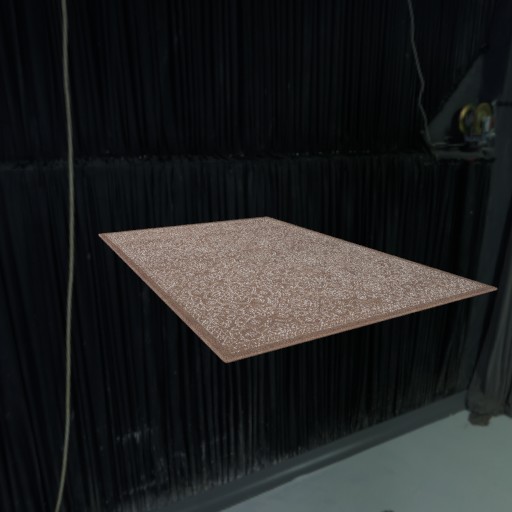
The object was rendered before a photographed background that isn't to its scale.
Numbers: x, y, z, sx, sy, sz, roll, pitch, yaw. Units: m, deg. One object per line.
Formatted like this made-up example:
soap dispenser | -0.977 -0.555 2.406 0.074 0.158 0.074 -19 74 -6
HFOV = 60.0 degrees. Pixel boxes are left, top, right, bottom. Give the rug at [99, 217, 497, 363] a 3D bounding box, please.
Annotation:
rug | 0.000 0.000 2.838 1.524 0.011 2.286 -9 18 -28
